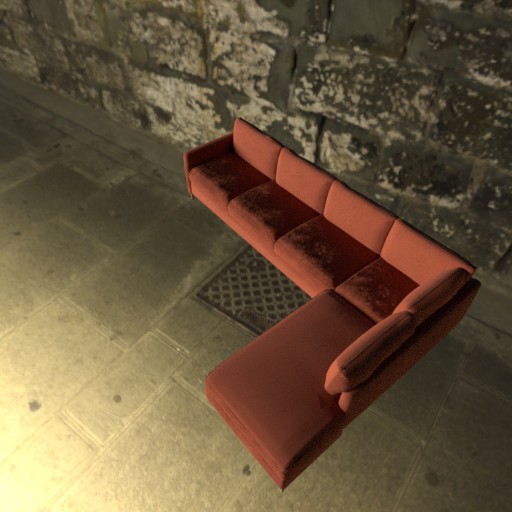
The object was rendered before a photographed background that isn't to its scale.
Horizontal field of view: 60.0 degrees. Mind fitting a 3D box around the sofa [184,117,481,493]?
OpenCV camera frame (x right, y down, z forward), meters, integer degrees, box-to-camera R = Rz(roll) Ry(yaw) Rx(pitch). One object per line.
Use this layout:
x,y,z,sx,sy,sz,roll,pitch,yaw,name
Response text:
0.000,0.000,3.500,1.879,0.757,2.736,-31,54,-26,sofa
